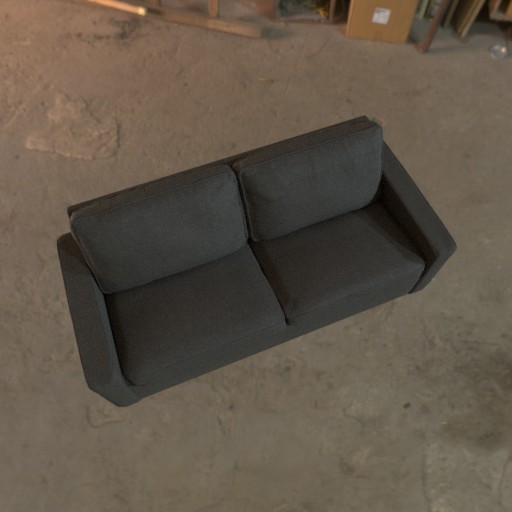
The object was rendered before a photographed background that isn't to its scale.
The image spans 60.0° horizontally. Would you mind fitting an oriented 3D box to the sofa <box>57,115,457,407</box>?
[{"bbox_3d":[0.000,0.000,2.576,2.080,0.919,0.940,-19,64,-10],"label":"sofa"}]
